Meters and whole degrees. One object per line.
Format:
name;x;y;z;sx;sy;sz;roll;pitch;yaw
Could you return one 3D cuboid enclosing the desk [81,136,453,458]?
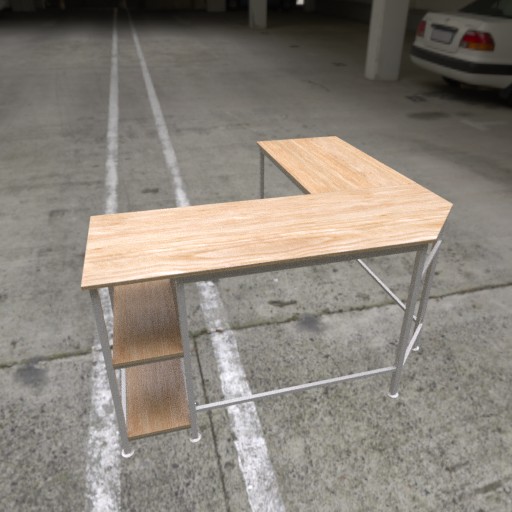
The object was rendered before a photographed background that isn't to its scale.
desk;0.000;0.000;2.147;1.379;0.739;1.379;-7;30;-13
